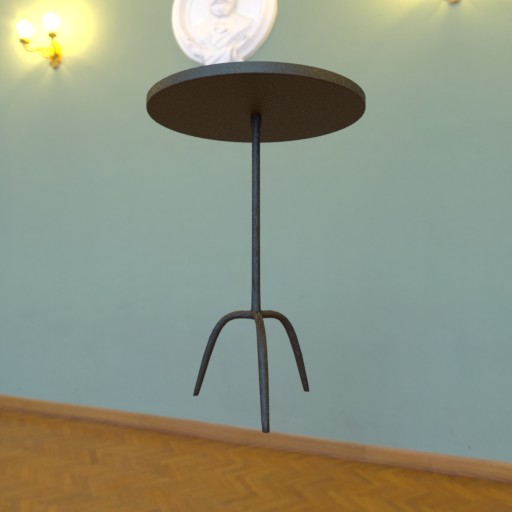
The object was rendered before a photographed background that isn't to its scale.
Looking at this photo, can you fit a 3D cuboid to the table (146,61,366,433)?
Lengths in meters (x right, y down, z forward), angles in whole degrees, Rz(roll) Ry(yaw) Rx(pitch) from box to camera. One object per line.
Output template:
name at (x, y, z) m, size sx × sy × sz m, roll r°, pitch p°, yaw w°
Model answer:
table at (0.000, 0.000, 1.046) m, size 0.502 × 0.700 × 0.502 m, roll 0°, pitch 0°, yaw 17°
